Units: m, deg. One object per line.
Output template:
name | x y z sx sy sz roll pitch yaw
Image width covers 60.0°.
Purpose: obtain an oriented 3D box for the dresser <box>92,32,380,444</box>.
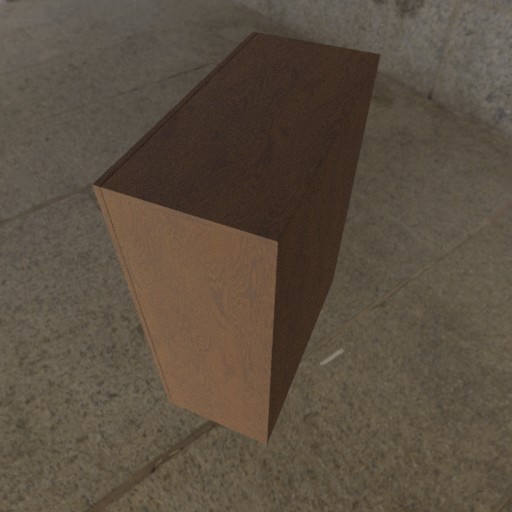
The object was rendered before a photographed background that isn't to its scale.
dresser | 0.000 0.000 1.789 0.516 1.320 0.964 18 51 15
